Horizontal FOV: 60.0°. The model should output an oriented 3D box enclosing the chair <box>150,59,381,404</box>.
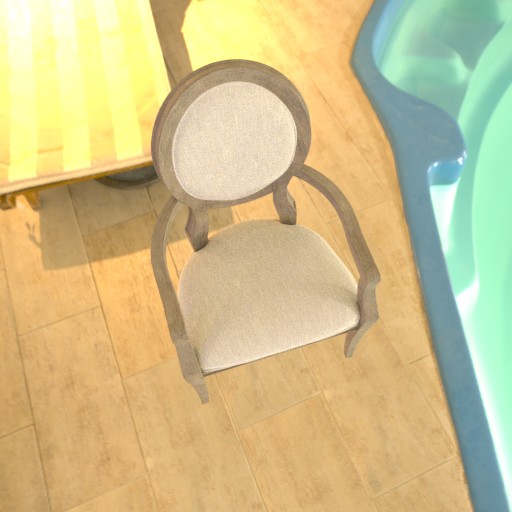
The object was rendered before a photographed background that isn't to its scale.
[{"bbox_3d":[0.000,0.000,1.381,0.611,0.991,0.602,-16,65,-7],"label":"chair"}]
